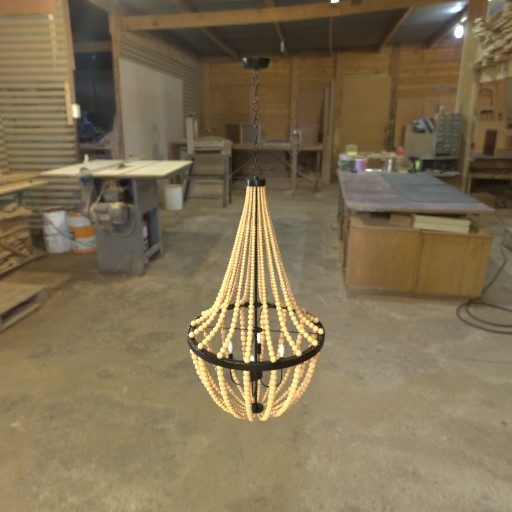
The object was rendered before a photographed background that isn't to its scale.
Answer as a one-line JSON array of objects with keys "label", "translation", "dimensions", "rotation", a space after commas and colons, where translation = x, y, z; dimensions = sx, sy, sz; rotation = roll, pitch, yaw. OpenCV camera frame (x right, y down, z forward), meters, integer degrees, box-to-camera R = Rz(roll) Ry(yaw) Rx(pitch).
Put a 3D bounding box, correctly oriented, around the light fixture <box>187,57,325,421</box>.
[{"label": "light fixture", "translation": [0.000, 0.000, 1.387], "dimensions": [0.450, 1.133, 0.450], "rotation": [0, 17, 0]}]
